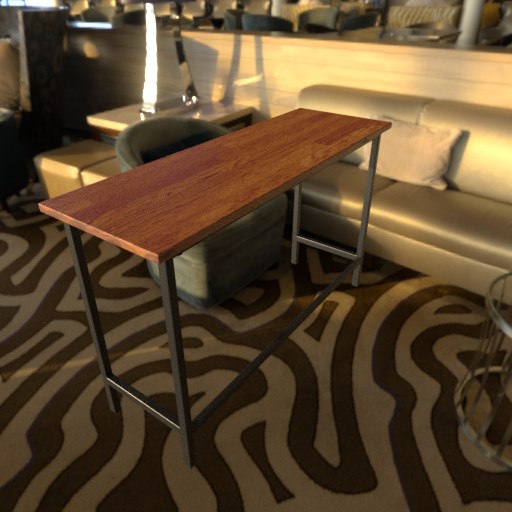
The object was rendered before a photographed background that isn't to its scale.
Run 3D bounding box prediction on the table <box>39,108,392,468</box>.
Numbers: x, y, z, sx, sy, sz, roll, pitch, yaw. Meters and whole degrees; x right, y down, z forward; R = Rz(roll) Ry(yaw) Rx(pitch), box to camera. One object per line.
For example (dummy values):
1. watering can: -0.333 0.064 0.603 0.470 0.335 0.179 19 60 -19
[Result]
1. table: 0.000 0.000 1.558 0.408 0.740 1.204 21 37 30
